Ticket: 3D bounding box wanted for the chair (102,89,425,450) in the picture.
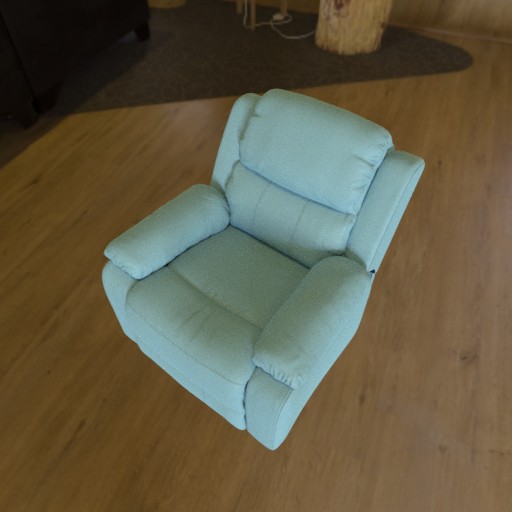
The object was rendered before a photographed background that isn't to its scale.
[{"bbox_3d":[0.000,0.000,1.289,0.680,0.702,0.709,30,54,25],"label":"chair"}]
